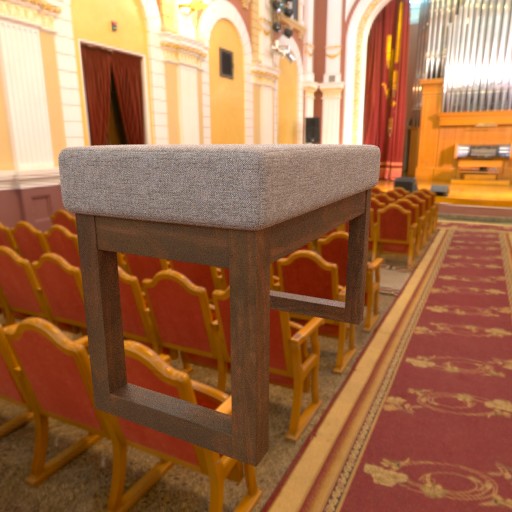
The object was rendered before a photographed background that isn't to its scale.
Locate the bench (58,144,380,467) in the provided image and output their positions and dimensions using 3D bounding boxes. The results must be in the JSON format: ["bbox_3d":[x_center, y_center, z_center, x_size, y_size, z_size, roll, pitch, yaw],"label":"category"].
[{"bbox_3d":[0.000,0.000,0.955,0.366,0.467,0.681,7,16,26],"label":"bench"}]
